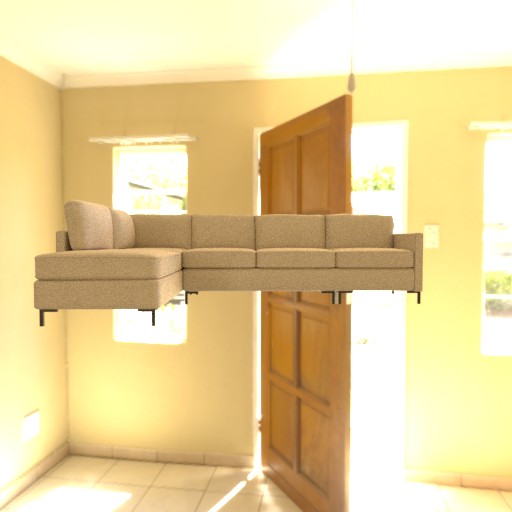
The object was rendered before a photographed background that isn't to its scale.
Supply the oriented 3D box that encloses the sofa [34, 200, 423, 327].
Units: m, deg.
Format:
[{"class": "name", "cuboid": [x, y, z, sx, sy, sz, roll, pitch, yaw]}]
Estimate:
[{"class": "sofa", "cuboid": [0.000, 0.000, 4.347, 3.384, 0.996, 2.048, 0, 2, -1]}]
